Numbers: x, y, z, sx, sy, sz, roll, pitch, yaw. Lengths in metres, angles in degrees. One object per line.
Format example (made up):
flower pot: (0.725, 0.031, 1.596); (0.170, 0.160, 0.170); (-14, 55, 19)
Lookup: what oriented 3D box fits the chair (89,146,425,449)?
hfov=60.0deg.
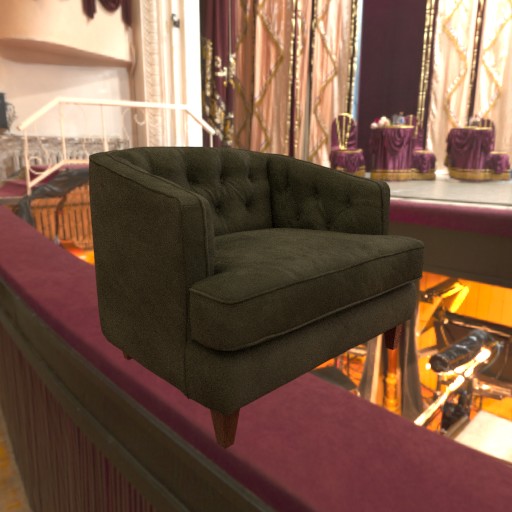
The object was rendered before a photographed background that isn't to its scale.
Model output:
chair: (0.000, 0.000, 1.751); (1.104, 0.852, 0.941); (-12, 17, -43)
